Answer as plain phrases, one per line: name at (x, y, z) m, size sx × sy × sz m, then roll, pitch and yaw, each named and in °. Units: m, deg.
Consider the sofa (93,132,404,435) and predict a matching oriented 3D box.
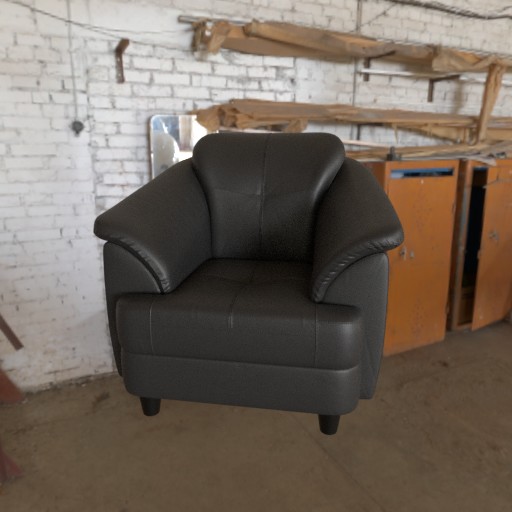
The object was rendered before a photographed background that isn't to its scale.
sofa at (0.000, 0.000, 1.483) m, size 0.870 × 0.811 × 0.794 m, roll 2°, pitch 14°, yaw 9°
